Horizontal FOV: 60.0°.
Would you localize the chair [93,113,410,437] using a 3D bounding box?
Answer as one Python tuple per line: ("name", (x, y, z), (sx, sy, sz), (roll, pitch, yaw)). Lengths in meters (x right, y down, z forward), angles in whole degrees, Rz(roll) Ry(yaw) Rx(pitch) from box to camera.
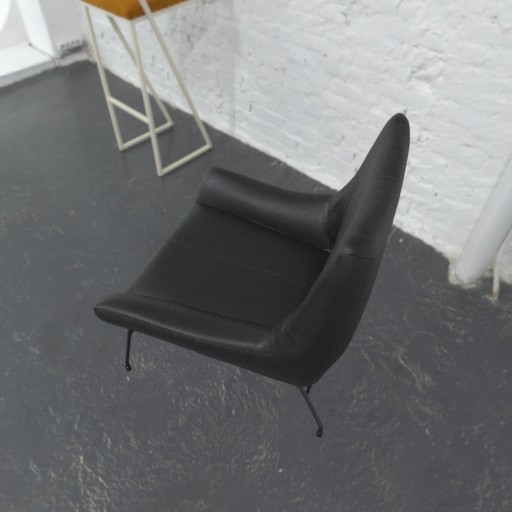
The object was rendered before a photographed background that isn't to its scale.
("chair", (0.000, 0.000, 1.557), (0.826, 0.922, 0.836), (16, 48, 15))
